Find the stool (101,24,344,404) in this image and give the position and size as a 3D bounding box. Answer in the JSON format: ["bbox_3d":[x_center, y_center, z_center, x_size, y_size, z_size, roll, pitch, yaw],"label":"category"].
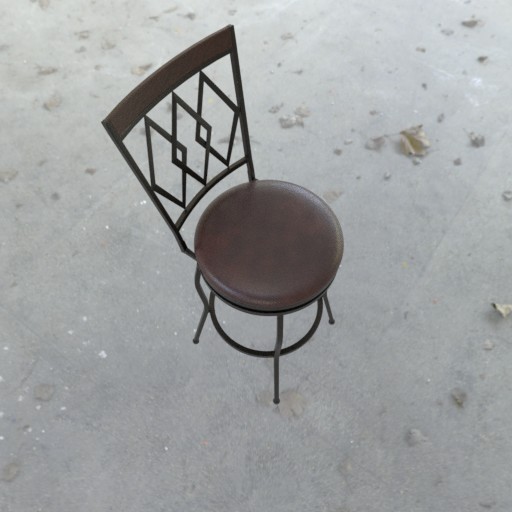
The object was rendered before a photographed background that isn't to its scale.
[{"bbox_3d":[0.000,0.000,1.379,0.521,1.134,0.432,32,64,18],"label":"stool"}]
